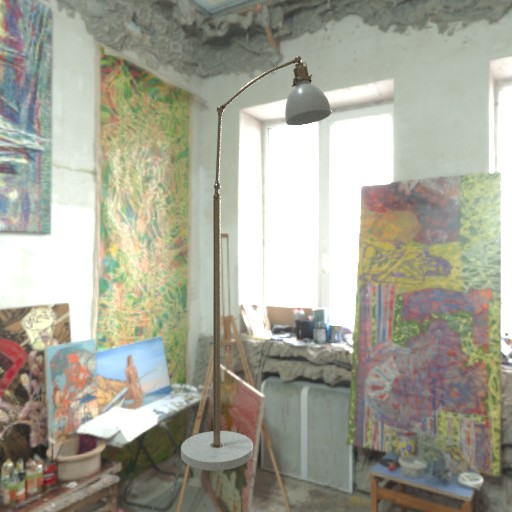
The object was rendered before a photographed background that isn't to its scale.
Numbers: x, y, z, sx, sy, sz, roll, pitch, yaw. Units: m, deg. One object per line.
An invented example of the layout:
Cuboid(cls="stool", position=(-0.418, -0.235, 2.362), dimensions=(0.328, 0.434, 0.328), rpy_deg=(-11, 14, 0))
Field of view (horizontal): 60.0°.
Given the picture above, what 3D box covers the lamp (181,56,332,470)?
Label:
Cuboid(cls="lamp", position=(0.000, 0.000, 1.773), dimensions=(0.599, 1.586, 0.288), rpy_deg=(0, 0, 2))
